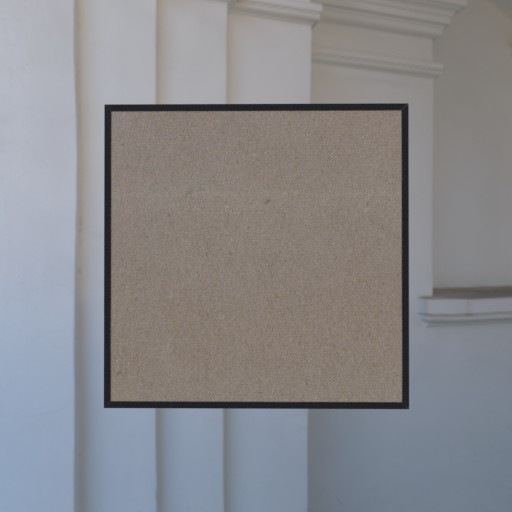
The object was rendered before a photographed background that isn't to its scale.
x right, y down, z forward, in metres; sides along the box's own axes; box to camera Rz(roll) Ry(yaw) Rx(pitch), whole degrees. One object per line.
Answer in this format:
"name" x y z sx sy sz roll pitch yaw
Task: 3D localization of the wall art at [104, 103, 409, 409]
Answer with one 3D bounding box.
"wall art" 0.000 0.000 1.127 0.762 0.762 0.038 0 0 1
